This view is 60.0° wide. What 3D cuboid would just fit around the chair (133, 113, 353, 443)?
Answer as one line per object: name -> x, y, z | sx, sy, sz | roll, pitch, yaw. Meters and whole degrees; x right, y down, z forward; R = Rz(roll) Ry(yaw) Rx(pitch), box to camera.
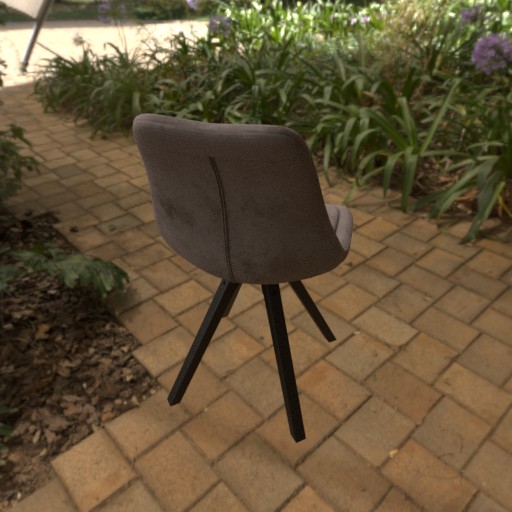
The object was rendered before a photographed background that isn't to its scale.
chair -> 0.000, 0.000, 1.189 | 0.485, 0.850, 0.550 | 10, 33, 16
